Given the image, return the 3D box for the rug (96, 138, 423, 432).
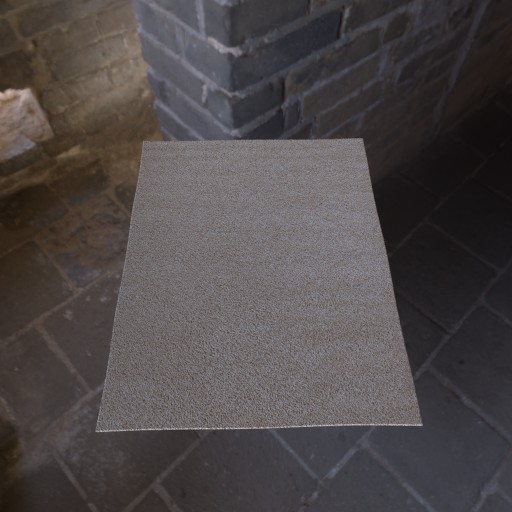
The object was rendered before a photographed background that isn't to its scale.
[{"bbox_3d":[0.000,0.000,4.058,2.400,0.026,3.000,-1,58,-1],"label":"rug"}]
